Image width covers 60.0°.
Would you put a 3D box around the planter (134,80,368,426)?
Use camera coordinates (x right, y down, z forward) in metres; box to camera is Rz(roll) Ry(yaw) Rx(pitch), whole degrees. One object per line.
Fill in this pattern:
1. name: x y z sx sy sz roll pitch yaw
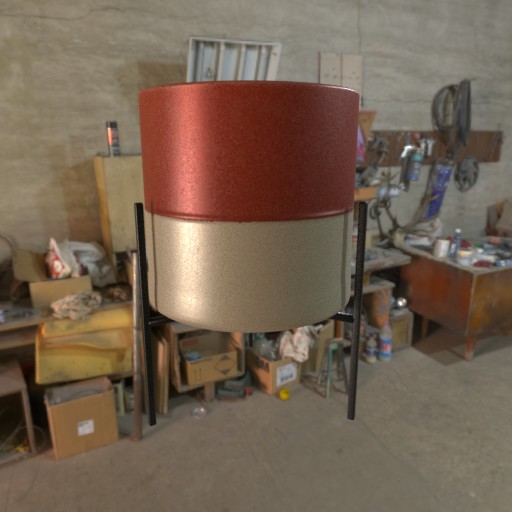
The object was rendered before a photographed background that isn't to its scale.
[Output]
1. planter: 0.000 0.000 0.516 0.251 0.354 0.235 7 16 27
